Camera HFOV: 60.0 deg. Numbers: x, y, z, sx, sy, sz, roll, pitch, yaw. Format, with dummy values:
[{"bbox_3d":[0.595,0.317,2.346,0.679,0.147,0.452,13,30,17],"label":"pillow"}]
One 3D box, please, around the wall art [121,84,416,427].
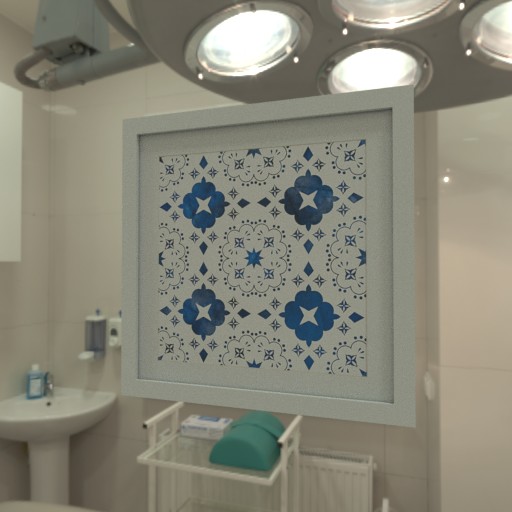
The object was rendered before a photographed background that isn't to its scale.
[{"bbox_3d":[0.000,0.000,0.527,0.355,0.355,0.027,0,-1,18],"label":"wall art"}]
